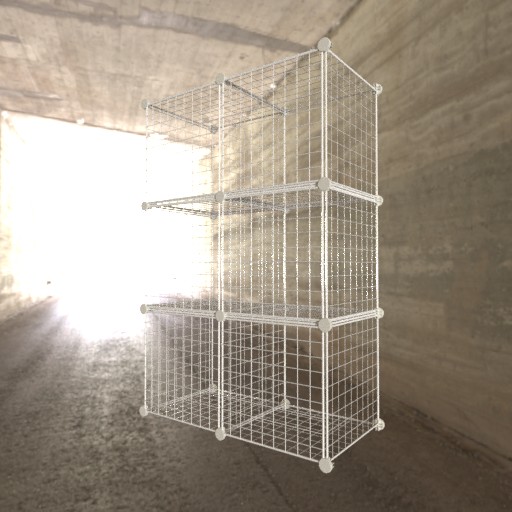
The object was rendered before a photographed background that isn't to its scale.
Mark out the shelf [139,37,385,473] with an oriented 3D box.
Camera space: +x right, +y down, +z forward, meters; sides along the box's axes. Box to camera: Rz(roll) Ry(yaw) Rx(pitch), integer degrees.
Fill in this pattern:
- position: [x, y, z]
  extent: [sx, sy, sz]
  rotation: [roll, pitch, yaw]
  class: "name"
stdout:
- position: [0.000, 0.000, 1.430]
  extent: [0.711, 1.067, 0.356]
  rotation: [-1, -2, 36]
  class: "shelf"
